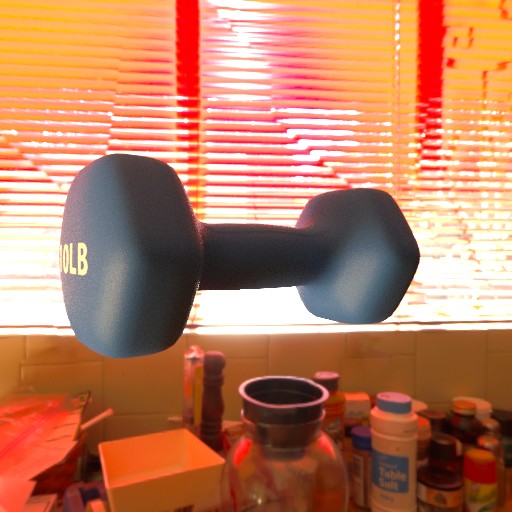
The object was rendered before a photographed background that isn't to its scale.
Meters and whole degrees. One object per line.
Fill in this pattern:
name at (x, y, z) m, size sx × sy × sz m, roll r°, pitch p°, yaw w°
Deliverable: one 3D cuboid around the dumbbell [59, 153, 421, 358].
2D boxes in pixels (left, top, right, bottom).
dumbbell at (0.000, 0.000, 0.264) m, size 0.212 × 0.093 × 0.103 m, roll 0°, pitch 0°, yaw -36°
